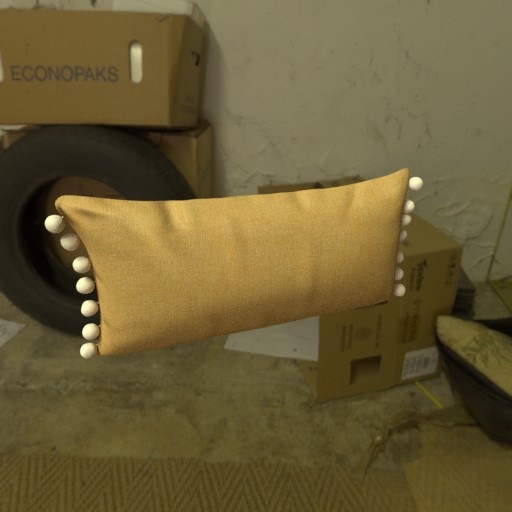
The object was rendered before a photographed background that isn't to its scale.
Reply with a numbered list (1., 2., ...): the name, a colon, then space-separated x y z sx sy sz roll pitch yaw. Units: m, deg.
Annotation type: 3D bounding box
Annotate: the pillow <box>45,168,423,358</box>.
1. pillow: 0.000 0.000 0.864 0.709 0.322 0.201 -9 29 -16
